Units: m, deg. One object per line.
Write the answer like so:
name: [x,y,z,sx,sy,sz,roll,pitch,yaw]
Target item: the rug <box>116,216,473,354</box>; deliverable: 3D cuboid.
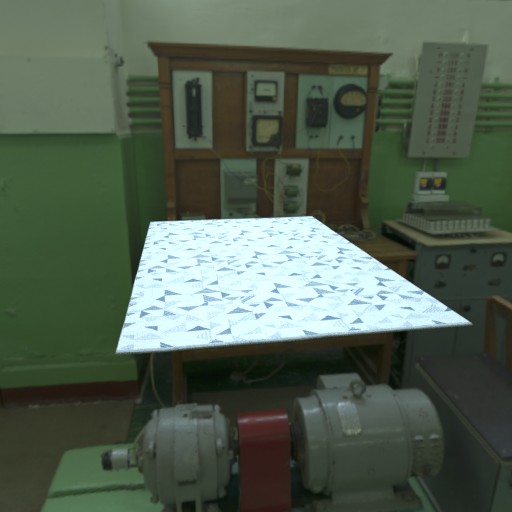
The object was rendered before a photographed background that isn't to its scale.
rug: [0.000,0.000,2.967,1.512,0.009,2.457,-3,17,-9]
